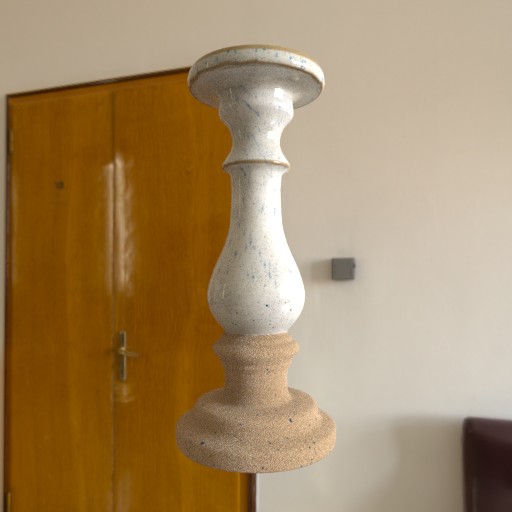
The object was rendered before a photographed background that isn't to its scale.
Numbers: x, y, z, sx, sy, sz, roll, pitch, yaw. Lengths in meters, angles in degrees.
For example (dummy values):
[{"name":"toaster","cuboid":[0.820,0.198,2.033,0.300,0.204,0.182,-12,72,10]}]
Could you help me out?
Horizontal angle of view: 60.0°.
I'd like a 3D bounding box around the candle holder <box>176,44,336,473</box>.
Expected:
[{"name":"candle holder","cuboid":[0.000,0.000,0.247,0.088,0.203,0.088,0,-1,0]}]
